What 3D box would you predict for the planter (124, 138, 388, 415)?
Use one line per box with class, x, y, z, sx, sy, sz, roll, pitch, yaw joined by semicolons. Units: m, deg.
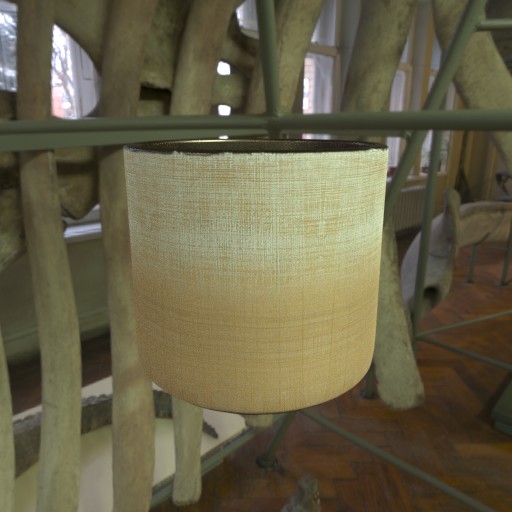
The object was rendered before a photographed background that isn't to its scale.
planter;0.000;0.000;0.405;0.221;0.201;0.221;0;17;0
